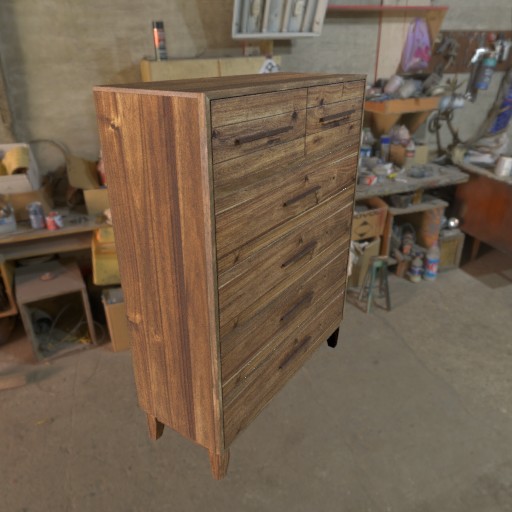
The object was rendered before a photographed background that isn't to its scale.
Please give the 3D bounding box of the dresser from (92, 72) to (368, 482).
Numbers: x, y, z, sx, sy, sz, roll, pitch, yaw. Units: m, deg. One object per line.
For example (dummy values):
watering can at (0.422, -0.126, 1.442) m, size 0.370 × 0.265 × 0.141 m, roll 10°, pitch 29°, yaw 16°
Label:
dresser at (0.000, 0.000, 1.876) m, size 0.442 × 1.393 × 1.062 m, roll 16°, pitch 29°, yaw 31°
